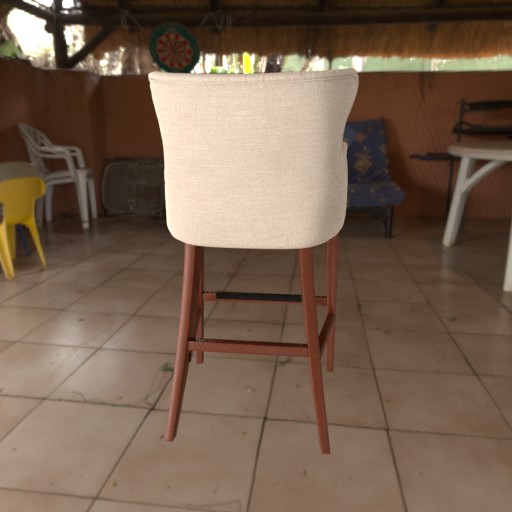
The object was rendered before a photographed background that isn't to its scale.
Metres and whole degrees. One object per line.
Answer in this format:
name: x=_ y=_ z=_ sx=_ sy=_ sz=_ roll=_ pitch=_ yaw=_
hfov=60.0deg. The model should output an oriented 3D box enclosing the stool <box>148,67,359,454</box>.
stool: x=0.000 y=0.000 z=1.363 sx=0.556 sy=1.034 sz=0.563 roll=2 pitch=15 yaw=7
